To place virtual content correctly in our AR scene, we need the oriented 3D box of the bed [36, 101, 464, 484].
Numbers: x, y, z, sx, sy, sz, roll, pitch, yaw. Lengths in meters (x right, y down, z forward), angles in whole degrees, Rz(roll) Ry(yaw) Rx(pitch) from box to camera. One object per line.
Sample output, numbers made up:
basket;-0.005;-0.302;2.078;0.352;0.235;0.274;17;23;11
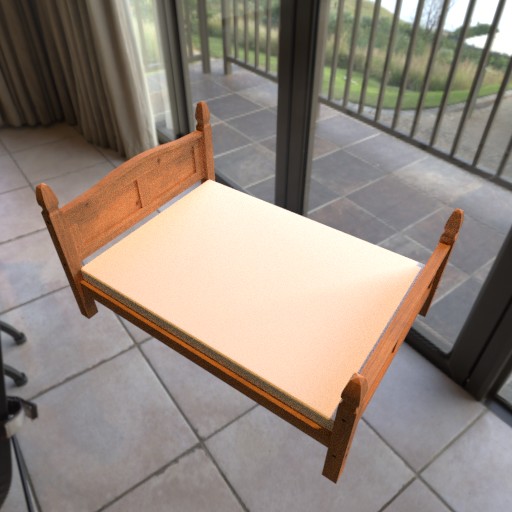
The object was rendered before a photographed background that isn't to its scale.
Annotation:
bed;0.000;0.000;2.875;2.069;1.100;1.490;25;47;25
